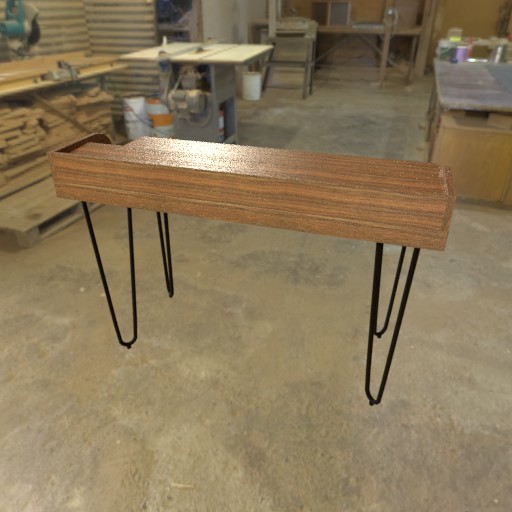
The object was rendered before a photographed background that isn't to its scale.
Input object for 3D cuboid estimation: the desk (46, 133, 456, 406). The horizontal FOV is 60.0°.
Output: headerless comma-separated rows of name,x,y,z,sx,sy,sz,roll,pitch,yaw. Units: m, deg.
desk,0.000,0.000,1.676,1.200,0.854,0.565,9,31,15
